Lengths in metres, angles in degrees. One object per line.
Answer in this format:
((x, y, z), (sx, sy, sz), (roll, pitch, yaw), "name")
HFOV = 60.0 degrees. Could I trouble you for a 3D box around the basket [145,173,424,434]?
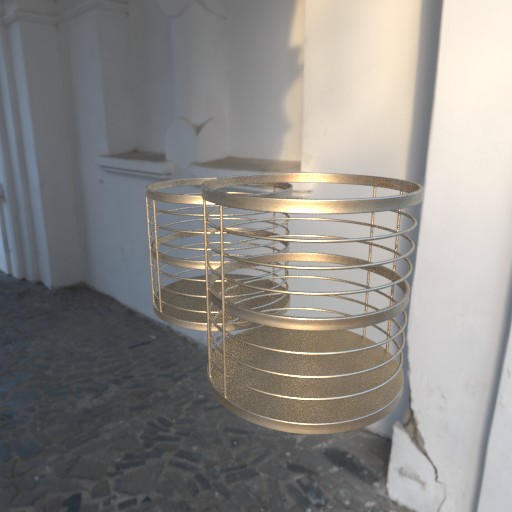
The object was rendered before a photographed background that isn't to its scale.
((0.000, 0.000, 0.947), (0.356, 0.351, 0.746), (-8, 18, -26), "basket")
